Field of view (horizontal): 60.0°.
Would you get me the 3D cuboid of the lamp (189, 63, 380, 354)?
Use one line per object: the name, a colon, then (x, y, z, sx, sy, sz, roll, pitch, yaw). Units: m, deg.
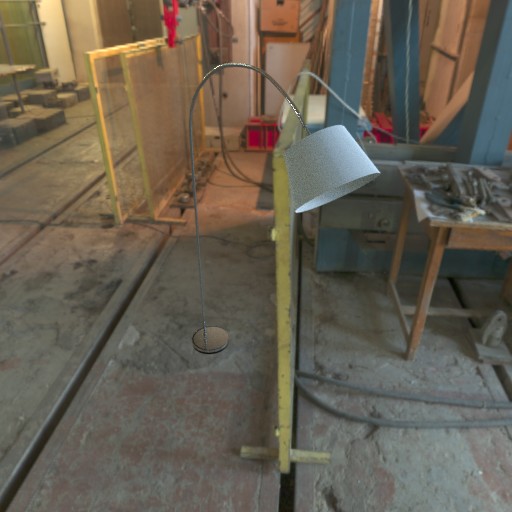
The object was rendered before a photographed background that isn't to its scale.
lamp: (0.000, 0.000, 2.639, 0.406, 2.098, 1.445, -22, 37, -33)
